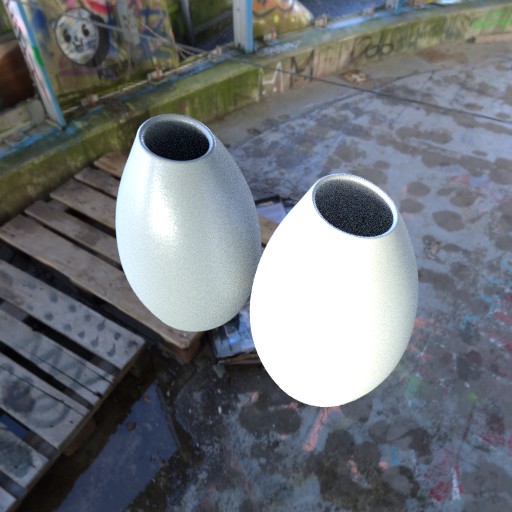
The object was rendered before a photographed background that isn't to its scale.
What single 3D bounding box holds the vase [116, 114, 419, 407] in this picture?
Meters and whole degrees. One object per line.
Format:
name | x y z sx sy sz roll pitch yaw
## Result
vase | 0.000 0.000 0.254 0.187 0.131 0.089 25 52 21
